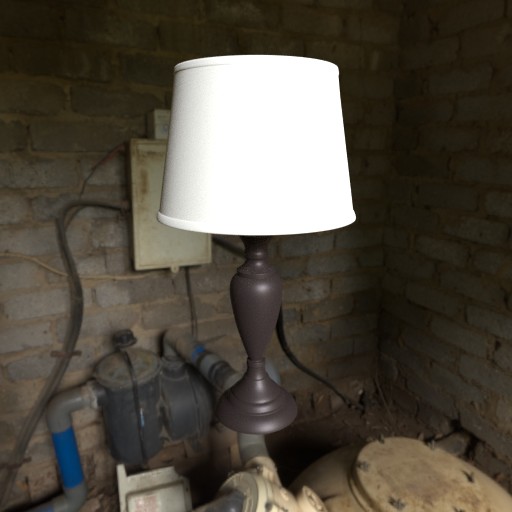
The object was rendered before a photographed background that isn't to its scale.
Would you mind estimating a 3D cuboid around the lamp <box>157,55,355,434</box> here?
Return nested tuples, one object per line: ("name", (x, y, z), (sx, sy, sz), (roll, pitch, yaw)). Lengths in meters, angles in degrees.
("lamp", (0.000, 0.000, 0.782), (0.335, 0.611, 0.335), (0, 15, 0))
